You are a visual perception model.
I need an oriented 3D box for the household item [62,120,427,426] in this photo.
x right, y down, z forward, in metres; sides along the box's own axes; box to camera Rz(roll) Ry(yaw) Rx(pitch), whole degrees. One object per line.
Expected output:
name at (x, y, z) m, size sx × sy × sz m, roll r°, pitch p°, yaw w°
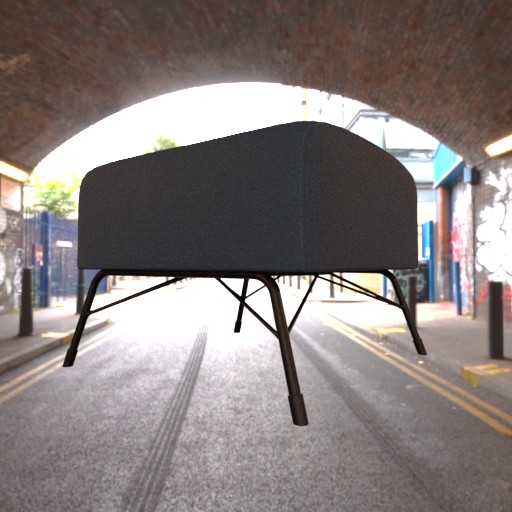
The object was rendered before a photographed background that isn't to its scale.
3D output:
household item at (0.000, 0.000, 0.899) m, size 0.530 × 0.420 × 0.530 m, roll -1°, pitch -1°, yaw 36°
